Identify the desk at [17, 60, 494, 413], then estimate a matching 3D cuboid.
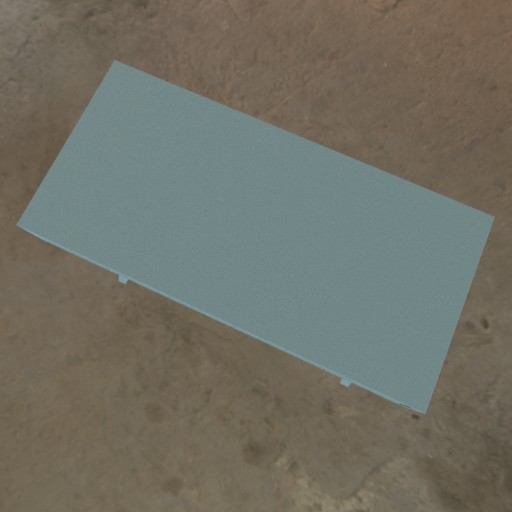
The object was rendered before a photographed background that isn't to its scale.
[{"bbox_3d":[0.000,0.000,1.465,1.059,0.780,0.509,24,78,5],"label":"desk"}]
